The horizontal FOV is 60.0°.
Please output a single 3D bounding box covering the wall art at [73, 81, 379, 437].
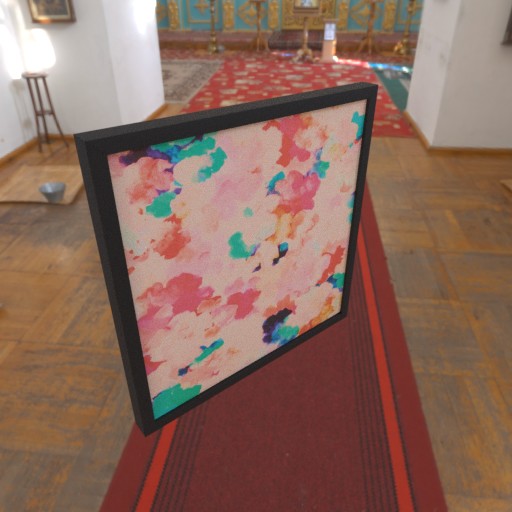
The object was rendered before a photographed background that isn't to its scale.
[{"bbox_3d":[0.000,0.000,0.759,0.506,0.503,0.036,-23,38,-32],"label":"wall art"}]
